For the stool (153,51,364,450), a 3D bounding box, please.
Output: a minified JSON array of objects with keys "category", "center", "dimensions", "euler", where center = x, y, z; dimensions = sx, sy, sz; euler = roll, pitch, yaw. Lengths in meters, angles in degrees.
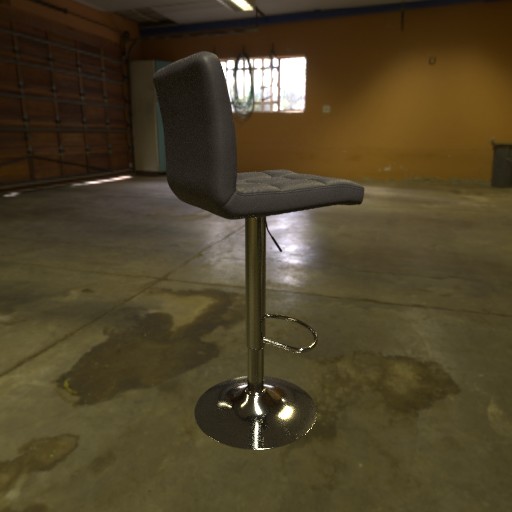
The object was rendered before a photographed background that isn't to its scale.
[{"category":"stool","center":[0.000,0.000,1.405],"dimensions":[0.505,1.115,0.430],"euler":[-8,17,-27]}]
